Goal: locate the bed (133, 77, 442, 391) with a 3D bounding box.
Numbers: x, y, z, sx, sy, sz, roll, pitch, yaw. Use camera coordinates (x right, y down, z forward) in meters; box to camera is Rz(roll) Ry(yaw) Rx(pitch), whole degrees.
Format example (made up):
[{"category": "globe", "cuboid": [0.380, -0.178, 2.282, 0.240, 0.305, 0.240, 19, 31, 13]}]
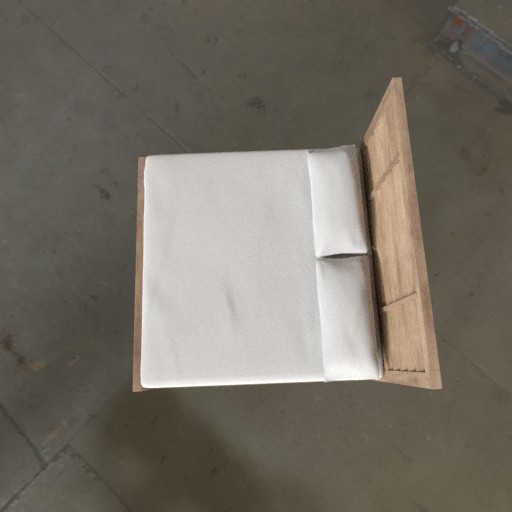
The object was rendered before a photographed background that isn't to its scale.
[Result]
[{"category": "bed", "cuboid": [0.000, 0.000, 3.550, 2.062, 1.626, 2.032, -2, 77, -1]}]
